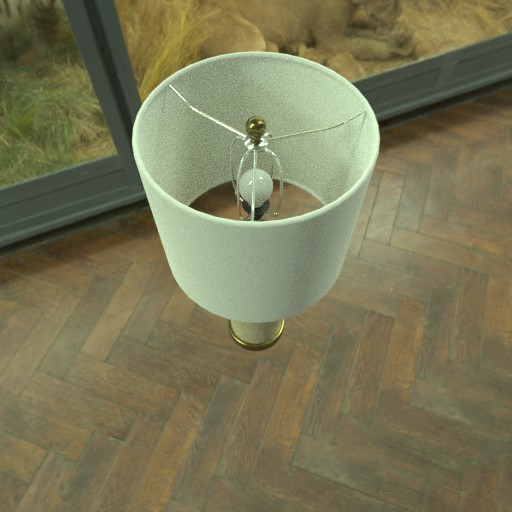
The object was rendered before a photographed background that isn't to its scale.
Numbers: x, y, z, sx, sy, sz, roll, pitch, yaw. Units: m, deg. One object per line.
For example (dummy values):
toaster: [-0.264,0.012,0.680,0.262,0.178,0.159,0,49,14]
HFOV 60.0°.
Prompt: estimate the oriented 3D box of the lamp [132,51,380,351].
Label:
lamp: [0.000,0.000,0.809,0.305,0.634,0.305,31,63,18]
